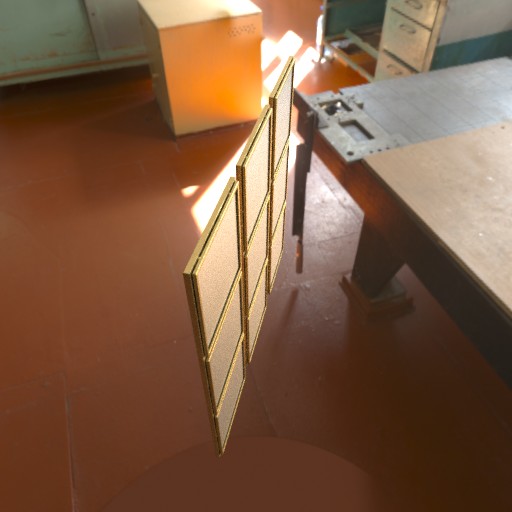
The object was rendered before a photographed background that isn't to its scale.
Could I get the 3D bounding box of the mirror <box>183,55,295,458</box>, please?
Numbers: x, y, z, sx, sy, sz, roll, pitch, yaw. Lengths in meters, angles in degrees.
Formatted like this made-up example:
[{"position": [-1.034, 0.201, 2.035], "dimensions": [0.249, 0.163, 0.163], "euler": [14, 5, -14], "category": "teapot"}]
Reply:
[{"position": [0.000, 0.000, 1.485], "dimensions": [0.023, 0.926, 1.011], "euler": [10, 47, 10], "category": "mirror"}]
